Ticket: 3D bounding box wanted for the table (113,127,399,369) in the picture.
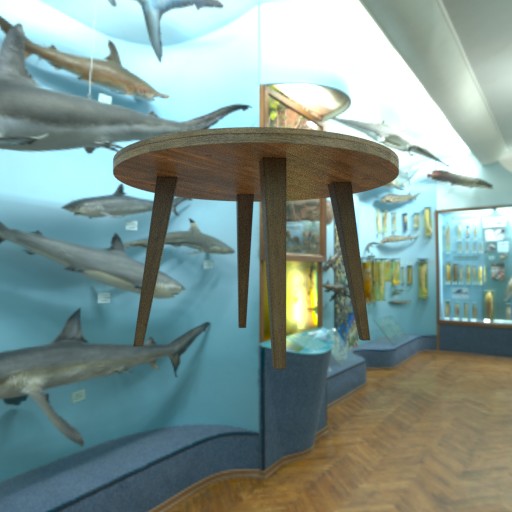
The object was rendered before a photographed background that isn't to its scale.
[{"bbox_3d":[0.000,0.000,1.965,1.213,0.764,1.213,0,-2,0],"label":"table"}]
